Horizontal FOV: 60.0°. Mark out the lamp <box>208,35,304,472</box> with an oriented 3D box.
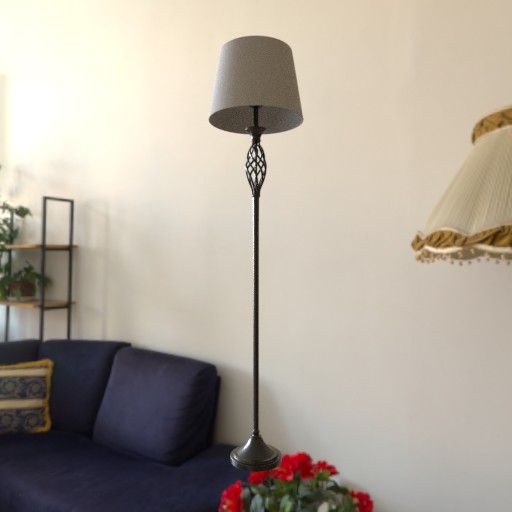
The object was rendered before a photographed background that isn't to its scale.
[{"bbox_3d":[0.000,0.000,1.771,0.379,1.623,0.379,0,0,0],"label":"lamp"}]
